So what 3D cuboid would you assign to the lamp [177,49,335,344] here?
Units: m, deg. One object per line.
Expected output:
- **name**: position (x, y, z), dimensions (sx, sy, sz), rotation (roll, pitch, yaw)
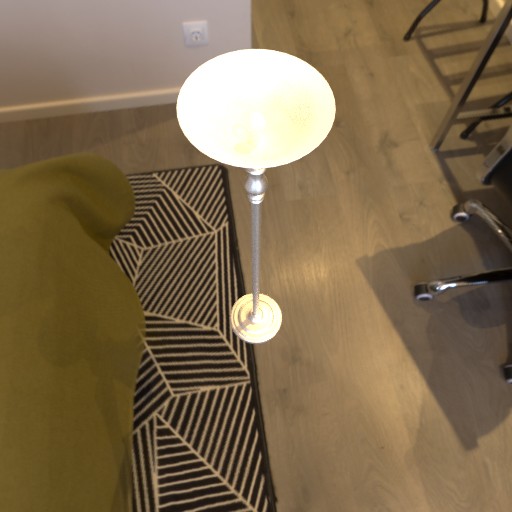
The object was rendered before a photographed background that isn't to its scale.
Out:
- **lamp**: position (0.000, 0.000, 1.930), dimensions (0.405, 1.771, 0.405), rotation (-36, 69, -16)
